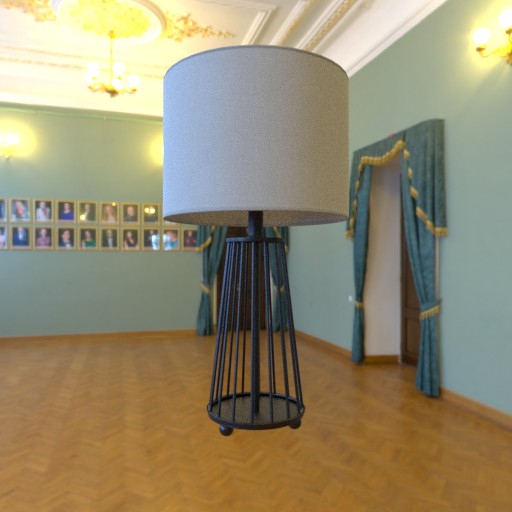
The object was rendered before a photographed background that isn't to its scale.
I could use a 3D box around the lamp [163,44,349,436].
[{"bbox_3d":[0.000,0.000,0.782,0.322,0.593,0.322,0,0,-18],"label":"lamp"}]
